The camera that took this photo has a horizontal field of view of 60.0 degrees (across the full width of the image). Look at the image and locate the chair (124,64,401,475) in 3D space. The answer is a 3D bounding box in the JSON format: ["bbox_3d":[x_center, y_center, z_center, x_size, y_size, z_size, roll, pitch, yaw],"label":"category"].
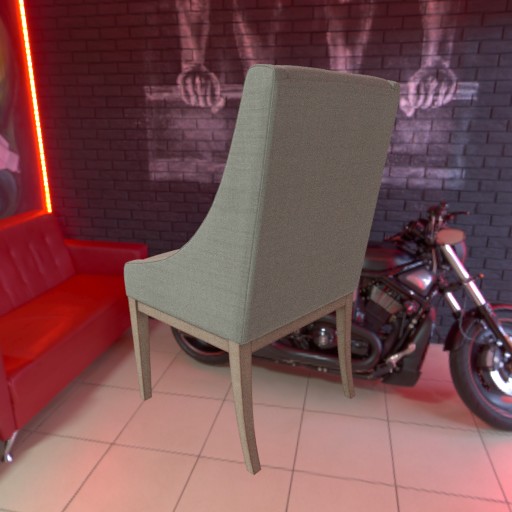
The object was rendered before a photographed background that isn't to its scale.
[{"bbox_3d":[0.000,0.000,1.373,0.611,1.021,0.575,16,23,42],"label":"chair"}]
